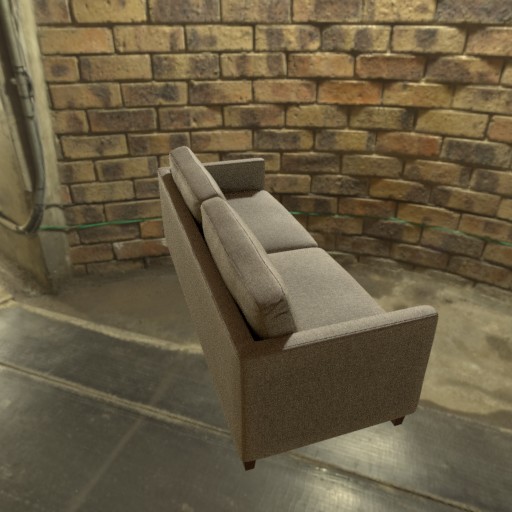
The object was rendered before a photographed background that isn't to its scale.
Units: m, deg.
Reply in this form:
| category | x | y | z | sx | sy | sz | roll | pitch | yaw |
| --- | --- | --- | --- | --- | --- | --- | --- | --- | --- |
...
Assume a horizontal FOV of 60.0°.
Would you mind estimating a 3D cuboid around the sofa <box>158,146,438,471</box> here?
| category | x | y | z | sx | sy | sz | roll | pitch | yaw |
| --- | --- | --- | --- | --- | --- | --- | --- | --- | --- |
| sofa | 0.000 | 0.000 | 2.921 | 0.948 | 0.951 | 2.434 | -9 | 31 | -16 |
